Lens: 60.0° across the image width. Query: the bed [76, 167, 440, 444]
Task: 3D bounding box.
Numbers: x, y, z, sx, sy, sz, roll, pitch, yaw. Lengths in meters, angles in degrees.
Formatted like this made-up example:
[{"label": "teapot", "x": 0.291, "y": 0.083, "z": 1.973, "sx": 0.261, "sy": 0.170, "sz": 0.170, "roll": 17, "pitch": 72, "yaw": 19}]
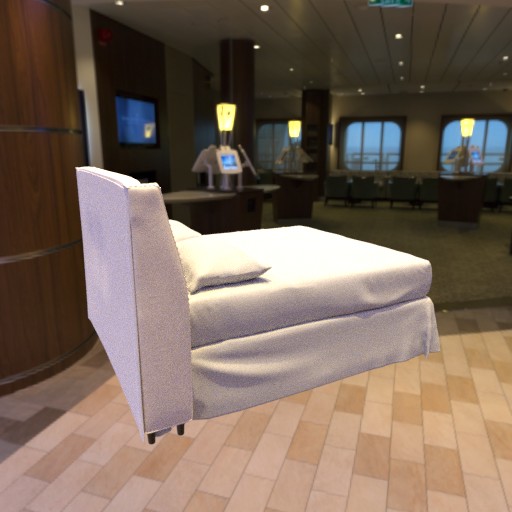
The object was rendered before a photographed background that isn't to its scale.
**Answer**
[{"label": "bed", "x": 0.000, "y": 0.000, "z": 3.374, "sx": 2.276, "sy": 1.332, "sz": 1.925, "roll": -7, "pitch": 16, "yaw": -27}]
